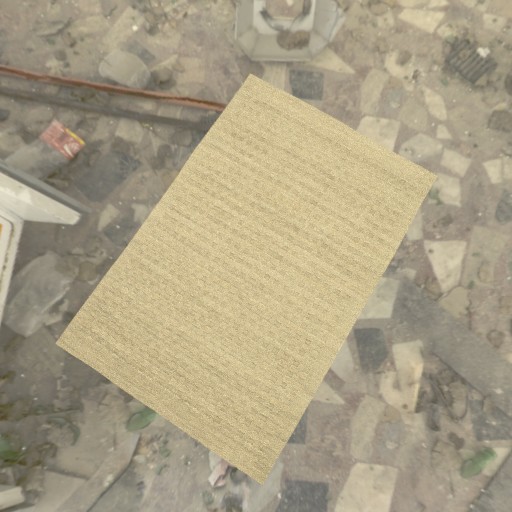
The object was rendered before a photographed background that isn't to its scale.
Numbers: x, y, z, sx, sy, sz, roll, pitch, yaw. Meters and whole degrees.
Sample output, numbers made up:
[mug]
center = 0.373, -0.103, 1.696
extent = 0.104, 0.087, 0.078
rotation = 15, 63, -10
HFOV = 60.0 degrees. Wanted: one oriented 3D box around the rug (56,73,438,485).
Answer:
[rug]
center = 0.000, 0.000, 2.915
extent = 1.532, 0.018, 2.297
rotation = 31, 78, 7
